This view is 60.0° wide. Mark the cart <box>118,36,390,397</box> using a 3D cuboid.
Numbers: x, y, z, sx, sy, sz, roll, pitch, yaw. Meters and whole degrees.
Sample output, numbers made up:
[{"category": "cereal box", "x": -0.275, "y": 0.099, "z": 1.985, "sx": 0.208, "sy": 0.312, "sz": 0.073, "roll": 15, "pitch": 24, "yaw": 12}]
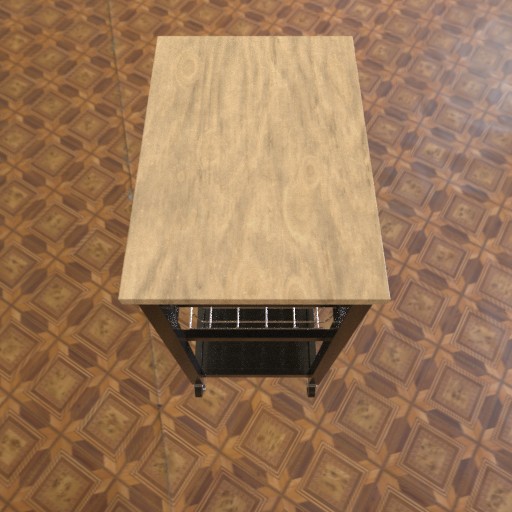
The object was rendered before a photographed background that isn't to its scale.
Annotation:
[{"category": "cart", "x": 0.000, "y": 0.000, "z": 1.148, "sx": 0.403, "sy": 0.839, "sz": 0.584, "roll": 0, "pitch": 63, "yaw": 0}]
